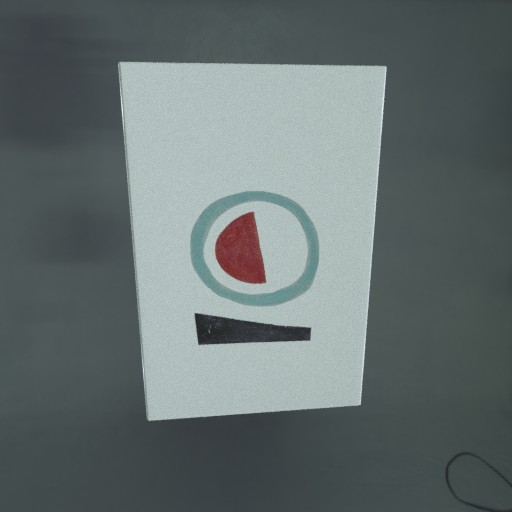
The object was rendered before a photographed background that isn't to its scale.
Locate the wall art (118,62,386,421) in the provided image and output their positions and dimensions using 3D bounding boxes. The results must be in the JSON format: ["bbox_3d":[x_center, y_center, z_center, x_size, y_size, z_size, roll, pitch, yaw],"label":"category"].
[{"bbox_3d":[0.000,0.000,1.130,0.602,0.902,0.048,-2,17,-6],"label":"wall art"}]
